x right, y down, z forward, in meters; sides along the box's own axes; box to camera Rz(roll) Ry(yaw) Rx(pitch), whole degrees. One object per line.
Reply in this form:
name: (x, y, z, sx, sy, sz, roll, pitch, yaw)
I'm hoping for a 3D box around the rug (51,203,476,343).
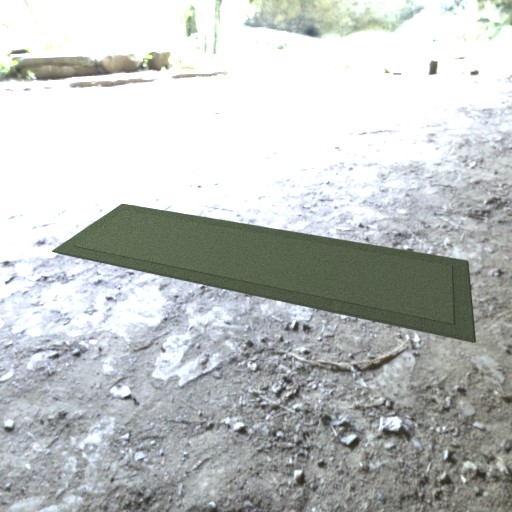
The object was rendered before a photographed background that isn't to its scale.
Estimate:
rug: (0.000, 0.000, 2.699, 2.430, 0.012, 0.759, 11, 33, 17)
